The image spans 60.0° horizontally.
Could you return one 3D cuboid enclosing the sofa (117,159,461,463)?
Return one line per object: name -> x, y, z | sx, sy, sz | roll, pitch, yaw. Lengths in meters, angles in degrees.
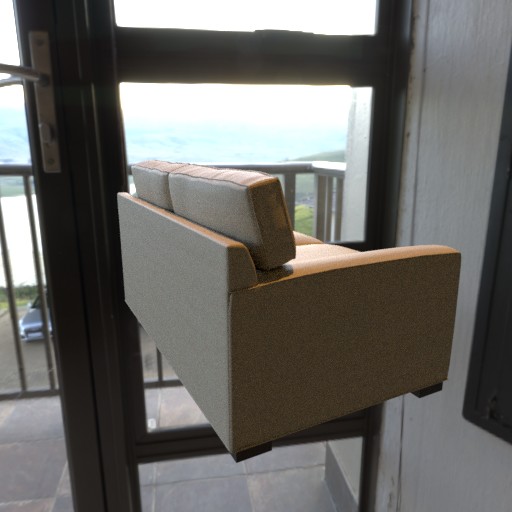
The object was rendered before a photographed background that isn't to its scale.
sofa -> 0.000, 0.000, 2.052 | 0.942, 0.853, 1.484 | -7, 16, -27
